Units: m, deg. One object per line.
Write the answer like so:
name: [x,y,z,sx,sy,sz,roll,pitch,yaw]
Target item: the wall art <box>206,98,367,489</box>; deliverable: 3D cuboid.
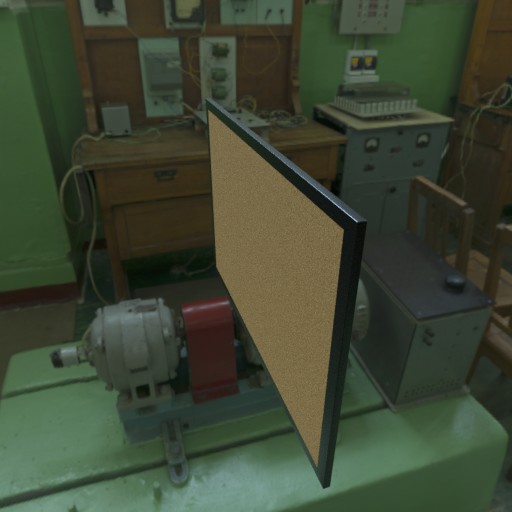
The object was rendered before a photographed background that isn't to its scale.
wall art: [0.000,0.000,1.023,0.015,0.552,0.819,-10,32,-16]
